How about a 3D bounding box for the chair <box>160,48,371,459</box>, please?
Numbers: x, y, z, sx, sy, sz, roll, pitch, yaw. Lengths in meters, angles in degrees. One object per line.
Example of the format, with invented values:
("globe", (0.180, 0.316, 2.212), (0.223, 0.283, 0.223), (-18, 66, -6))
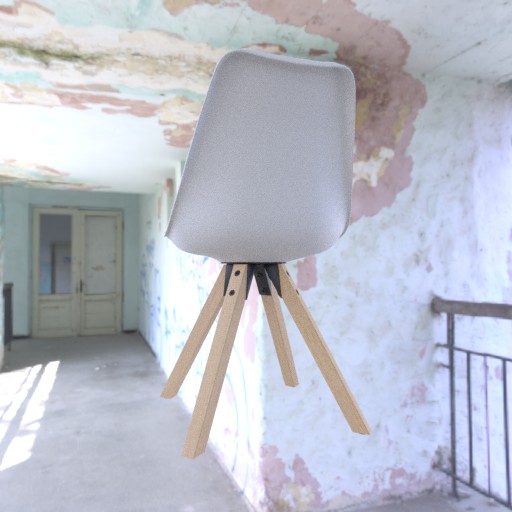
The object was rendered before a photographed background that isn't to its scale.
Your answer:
("chair", (0.000, 0.000, 1.183), (0.485, 0.850, 0.550), (0, -1, -18))
